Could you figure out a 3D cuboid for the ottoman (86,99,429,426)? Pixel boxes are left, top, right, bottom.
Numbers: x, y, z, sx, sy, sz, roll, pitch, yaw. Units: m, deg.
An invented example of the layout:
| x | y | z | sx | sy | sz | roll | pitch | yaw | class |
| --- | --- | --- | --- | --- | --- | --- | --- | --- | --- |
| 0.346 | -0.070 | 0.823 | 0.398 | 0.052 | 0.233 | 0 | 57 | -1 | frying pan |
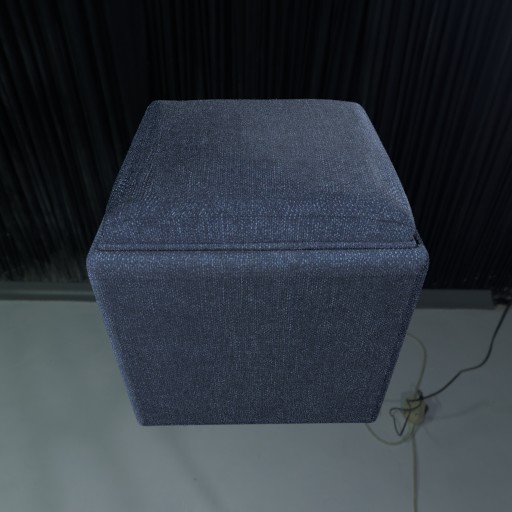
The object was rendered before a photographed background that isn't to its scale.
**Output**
| x | y | z | sx | sy | sz | roll | pitch | yaw | class |
| --- | --- | --- | --- | --- | --- | --- | --- | --- | --- |
| 0.000 | 0.000 | 0.846 | 0.454 | 0.493 | 0.436 | -1 | 40 | -1 | ottoman |
